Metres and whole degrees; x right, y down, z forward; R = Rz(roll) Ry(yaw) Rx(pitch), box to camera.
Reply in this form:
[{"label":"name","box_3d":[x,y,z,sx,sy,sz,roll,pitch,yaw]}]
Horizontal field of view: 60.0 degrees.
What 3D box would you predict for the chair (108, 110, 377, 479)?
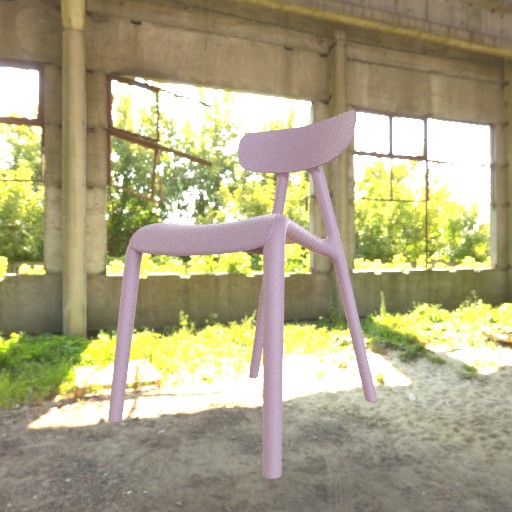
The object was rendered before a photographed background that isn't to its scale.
[{"label":"chair","box_3d":[0.000,0.000,0.830,0.356,0.580,0.401,-1,-1,37]}]
